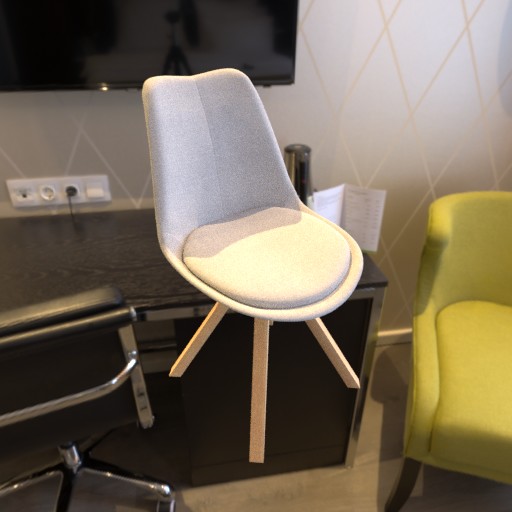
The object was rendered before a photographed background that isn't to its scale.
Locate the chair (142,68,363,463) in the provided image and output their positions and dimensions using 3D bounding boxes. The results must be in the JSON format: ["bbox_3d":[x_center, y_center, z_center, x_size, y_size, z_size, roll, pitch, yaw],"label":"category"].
[{"bbox_3d":[0.000,0.000,1.189,0.474,0.863,0.549,-23,38,-33],"label":"chair"}]
